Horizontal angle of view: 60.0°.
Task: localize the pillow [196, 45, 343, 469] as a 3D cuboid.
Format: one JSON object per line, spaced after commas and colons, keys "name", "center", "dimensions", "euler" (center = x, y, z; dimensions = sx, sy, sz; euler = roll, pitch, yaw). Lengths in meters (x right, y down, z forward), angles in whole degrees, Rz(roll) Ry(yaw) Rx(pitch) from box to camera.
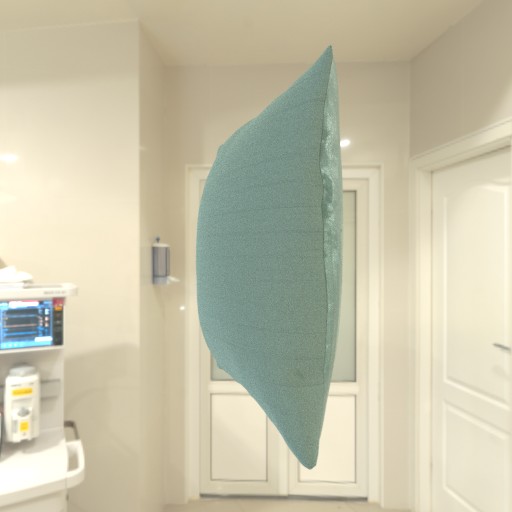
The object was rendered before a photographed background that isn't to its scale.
{"name": "pillow", "center": [0.000, 0.000, 0.701], "dimensions": [0.175, 0.464, 0.470], "euler": [0, 0, -18]}
